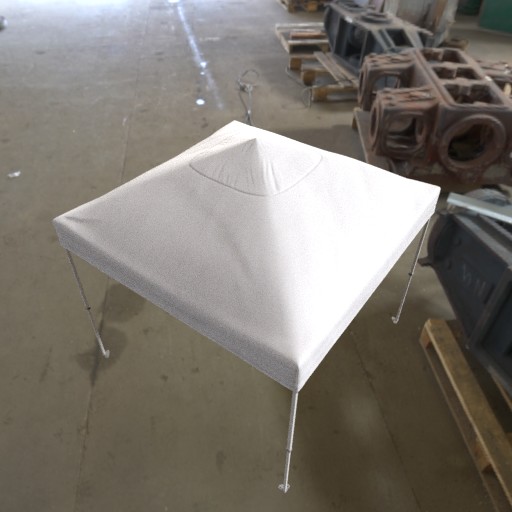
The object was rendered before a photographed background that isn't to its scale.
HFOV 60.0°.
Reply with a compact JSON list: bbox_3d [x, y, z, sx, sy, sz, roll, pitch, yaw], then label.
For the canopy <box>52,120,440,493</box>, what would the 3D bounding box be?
[{"bbox_3d":[0.000,0.000,5.229,2.998,2.997,2.996,26,47,27],"label":"canopy"}]
